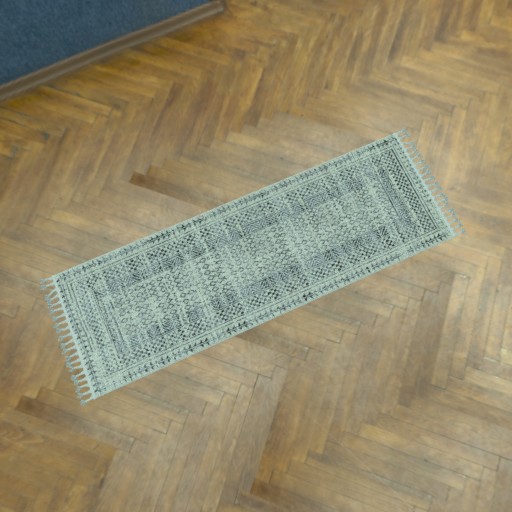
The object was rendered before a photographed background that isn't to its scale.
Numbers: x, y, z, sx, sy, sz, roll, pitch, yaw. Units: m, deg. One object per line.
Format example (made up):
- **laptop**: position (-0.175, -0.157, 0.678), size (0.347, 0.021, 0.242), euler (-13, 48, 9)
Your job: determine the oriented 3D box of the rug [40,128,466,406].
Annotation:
- **rug**: position (0.000, 0.000, 2.652), size (2.480, 0.013, 0.786), euler (-23, 77, -6)
